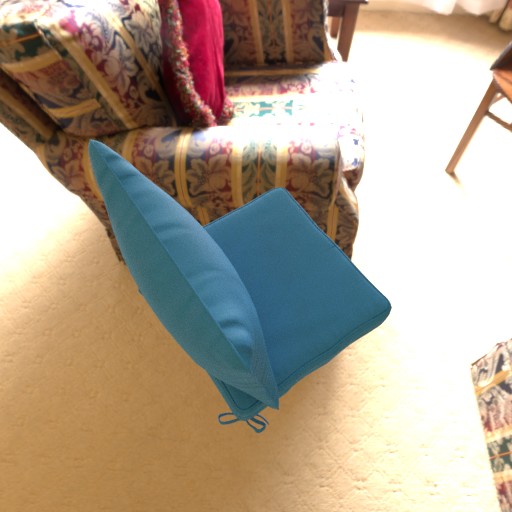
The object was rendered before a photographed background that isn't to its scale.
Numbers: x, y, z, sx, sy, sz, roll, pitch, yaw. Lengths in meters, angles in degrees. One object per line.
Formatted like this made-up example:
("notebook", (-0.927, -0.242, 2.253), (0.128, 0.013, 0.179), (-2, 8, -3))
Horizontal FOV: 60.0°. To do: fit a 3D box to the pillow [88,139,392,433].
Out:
("pillow", (0.000, 0.000, 1.408), (0.733, 0.725, 0.798), (-30, 63, -17))
